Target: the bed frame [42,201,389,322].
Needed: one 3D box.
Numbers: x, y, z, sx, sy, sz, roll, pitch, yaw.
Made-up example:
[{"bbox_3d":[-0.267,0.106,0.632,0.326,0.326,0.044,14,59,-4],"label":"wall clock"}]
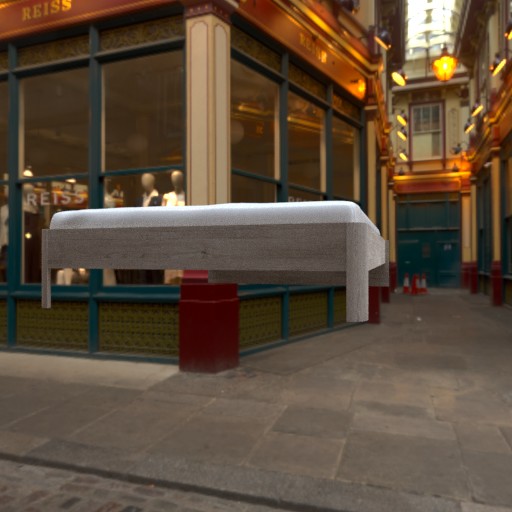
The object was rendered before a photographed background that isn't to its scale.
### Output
[{"bbox_3d":[0.000,0.000,2.683,1.490,0.462,1.950,0,0,18],"label":"bed frame"}]
